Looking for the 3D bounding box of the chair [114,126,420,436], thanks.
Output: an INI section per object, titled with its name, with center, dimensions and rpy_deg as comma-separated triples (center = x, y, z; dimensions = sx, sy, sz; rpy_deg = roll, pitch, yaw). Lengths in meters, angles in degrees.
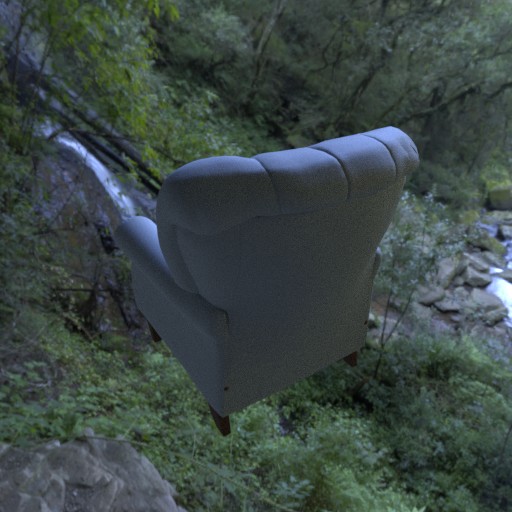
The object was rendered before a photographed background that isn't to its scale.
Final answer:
[chair]
center = 0.000, 0.000, 2.043
dimensions = 1.090, 1.217, 1.128
rpy_deg = -18, 34, -29
